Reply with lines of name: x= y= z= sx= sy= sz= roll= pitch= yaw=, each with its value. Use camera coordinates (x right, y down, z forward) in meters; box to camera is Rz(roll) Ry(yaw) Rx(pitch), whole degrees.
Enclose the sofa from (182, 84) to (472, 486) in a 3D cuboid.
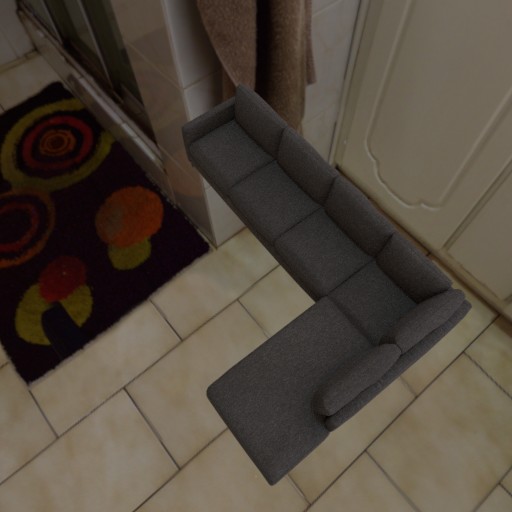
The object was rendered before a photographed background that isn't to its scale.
sofa: x=0.000 y=0.000 z=3.814 sx=2.007 sy=0.815 sz=2.949 roll=-35 pitch=68 yaw=-16
